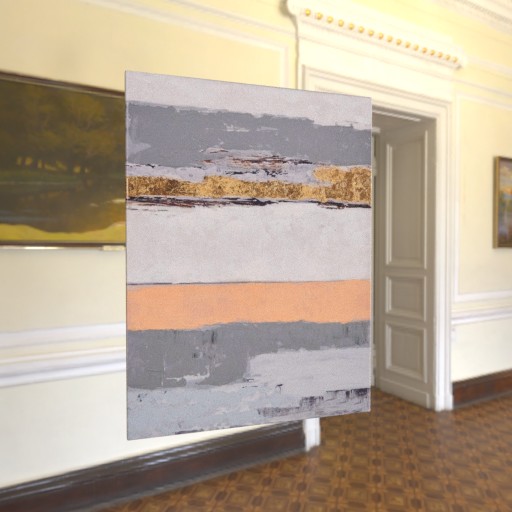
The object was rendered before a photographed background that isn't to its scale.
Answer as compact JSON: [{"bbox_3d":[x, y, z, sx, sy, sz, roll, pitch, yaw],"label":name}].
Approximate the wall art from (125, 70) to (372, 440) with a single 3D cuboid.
[{"bbox_3d":[0.000,0.000,0.809,0.456,0.609,0.038,0,1,-17],"label":"wall art"}]
